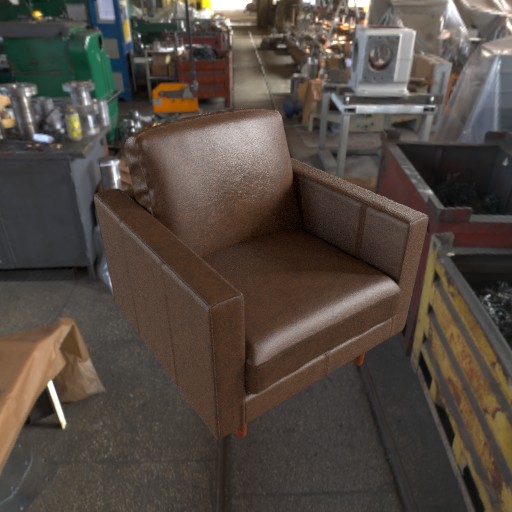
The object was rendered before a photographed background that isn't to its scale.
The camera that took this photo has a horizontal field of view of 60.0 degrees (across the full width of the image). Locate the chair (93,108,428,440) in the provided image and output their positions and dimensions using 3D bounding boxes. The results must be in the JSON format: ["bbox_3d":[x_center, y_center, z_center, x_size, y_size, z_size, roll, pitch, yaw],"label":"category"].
[{"bbox_3d":[0.000,0.000,1.708,0.890,0.956,0.909,-21,37,-30],"label":"chair"}]
